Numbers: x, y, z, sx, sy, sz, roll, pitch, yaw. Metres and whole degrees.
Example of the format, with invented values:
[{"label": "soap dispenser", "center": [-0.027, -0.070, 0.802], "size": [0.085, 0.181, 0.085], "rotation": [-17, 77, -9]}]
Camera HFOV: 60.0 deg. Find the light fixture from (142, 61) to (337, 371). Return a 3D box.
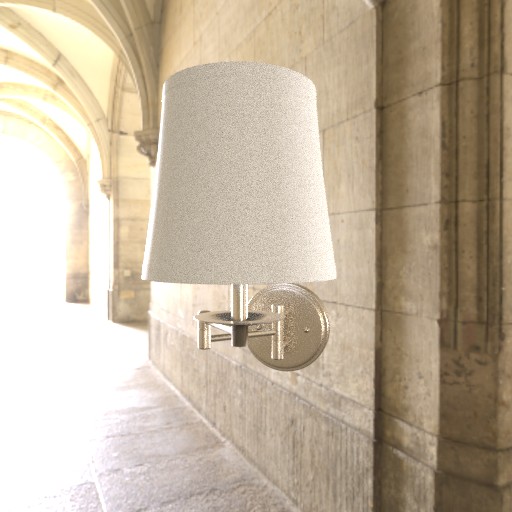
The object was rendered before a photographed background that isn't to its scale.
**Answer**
[{"label": "light fixture", "center": [0.000, 0.000, 0.579], "size": [0.223, 0.381, 0.348], "rotation": [0, 1, 18]}]
